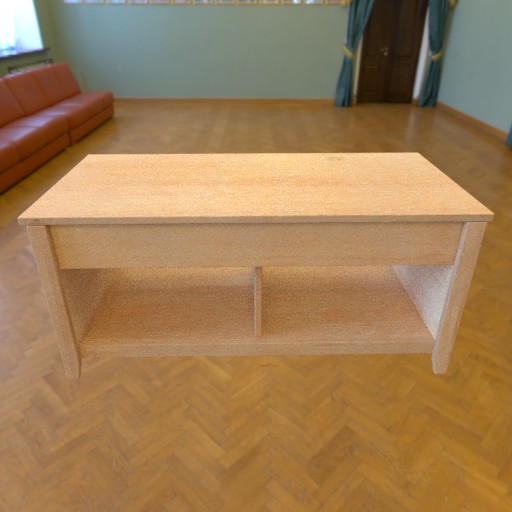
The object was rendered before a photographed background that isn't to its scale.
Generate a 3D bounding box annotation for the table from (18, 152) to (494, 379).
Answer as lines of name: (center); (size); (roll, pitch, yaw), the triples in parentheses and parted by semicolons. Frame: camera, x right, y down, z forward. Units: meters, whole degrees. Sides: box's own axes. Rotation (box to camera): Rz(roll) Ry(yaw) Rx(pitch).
table: (0.000, 0.000, 1.264); (1.016, 0.457, 0.483); (-1, 29, -1)
